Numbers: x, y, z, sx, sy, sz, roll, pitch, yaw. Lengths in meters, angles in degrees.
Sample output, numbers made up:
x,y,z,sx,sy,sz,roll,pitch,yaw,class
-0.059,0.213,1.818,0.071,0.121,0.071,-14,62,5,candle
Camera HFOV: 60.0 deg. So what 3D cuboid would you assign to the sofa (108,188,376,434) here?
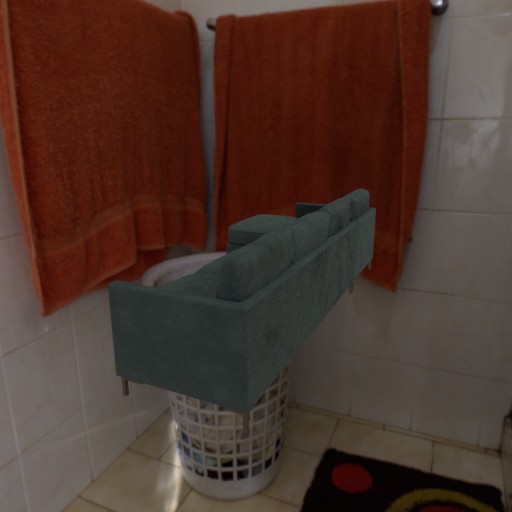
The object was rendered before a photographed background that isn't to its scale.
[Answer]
x,y,z,sx,sy,sz,roll,pitch,yaw,class
0.000,0.000,4.035,1.500,0.967,3.400,7,17,24,sofa
